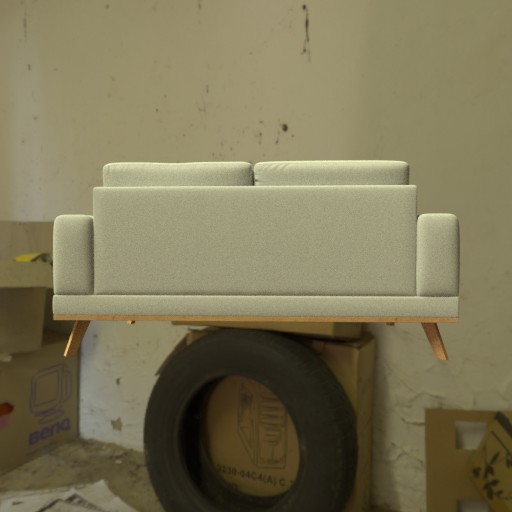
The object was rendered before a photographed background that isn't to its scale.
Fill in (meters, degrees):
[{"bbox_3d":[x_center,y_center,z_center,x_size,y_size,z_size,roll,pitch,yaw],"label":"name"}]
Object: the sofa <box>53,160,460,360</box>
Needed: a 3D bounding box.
[{"bbox_3d":[0.000,0.000,2.180,1.651,0.810,0.915,0,1,2],"label":"sofa"}]
